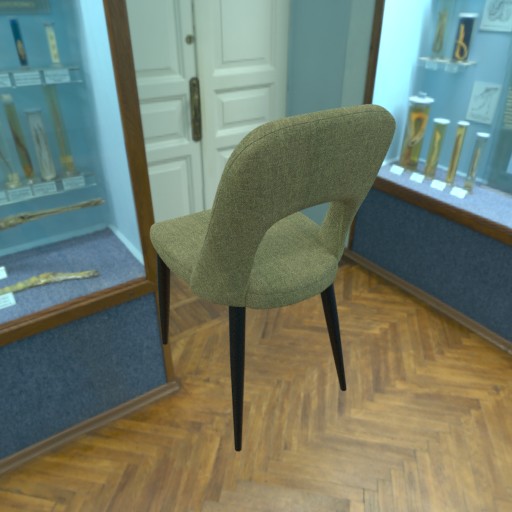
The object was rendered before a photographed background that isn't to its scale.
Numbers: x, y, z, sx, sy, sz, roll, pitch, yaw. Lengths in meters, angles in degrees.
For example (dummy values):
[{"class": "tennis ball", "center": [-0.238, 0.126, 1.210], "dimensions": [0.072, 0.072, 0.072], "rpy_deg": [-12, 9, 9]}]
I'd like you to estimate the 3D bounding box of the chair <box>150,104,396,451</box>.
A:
[{"class": "chair", "center": [0.000, 0.000, 1.288], "dimensions": [0.470, 0.931, 0.612], "rpy_deg": [-18, 35, -28]}]
